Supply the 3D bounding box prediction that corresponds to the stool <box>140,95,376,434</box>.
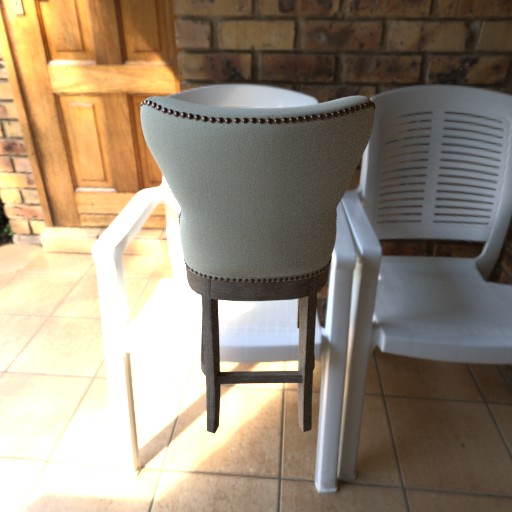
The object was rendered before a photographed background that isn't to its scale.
[{"bbox_3d":[0.000,0.000,1.330,0.498,0.981,0.608,-1,29,-1],"label":"stool"}]
